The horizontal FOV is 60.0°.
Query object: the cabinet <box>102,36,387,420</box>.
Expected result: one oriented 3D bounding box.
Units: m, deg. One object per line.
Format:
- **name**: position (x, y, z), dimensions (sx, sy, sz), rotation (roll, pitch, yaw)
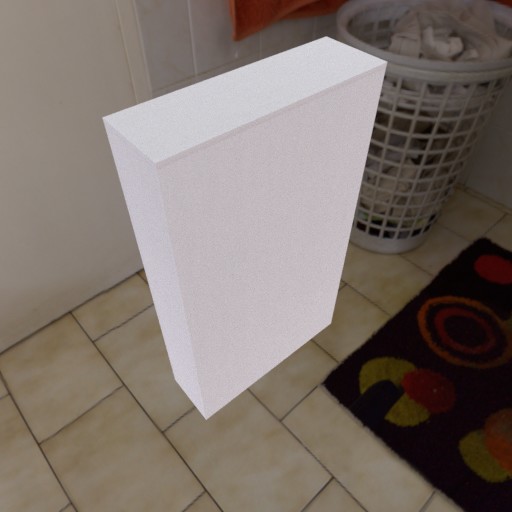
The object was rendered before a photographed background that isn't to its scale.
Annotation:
- **cabinet**: position (0.000, 0.000, 1.608), dimensions (0.750, 1.280, 0.250), rotation (-31, 54, -26)
